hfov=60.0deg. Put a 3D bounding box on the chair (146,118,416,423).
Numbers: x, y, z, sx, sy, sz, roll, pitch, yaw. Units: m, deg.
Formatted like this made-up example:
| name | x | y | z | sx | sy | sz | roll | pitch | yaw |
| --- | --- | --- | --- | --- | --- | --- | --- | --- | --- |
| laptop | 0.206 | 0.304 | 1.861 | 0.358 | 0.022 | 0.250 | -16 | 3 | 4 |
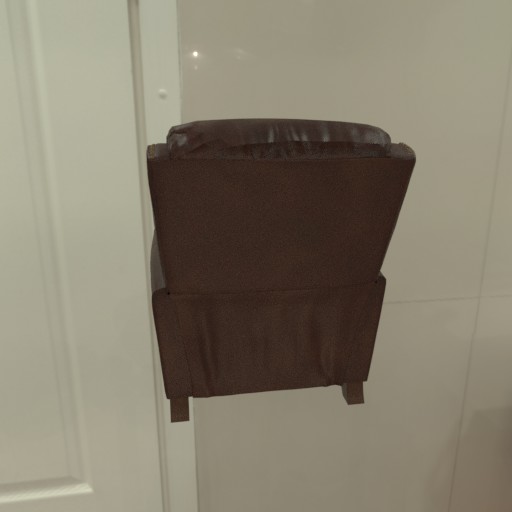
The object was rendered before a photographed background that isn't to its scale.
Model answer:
| name | x | y | z | sx | sy | sz | roll | pitch | yaw |
| --- | --- | --- | --- | --- | --- | --- | --- | --- | --- |
| chair | 0.000 | 0.000 | 1.776 | 0.826 | 1.022 | 1.089 | -2 | 15 | -9 |
